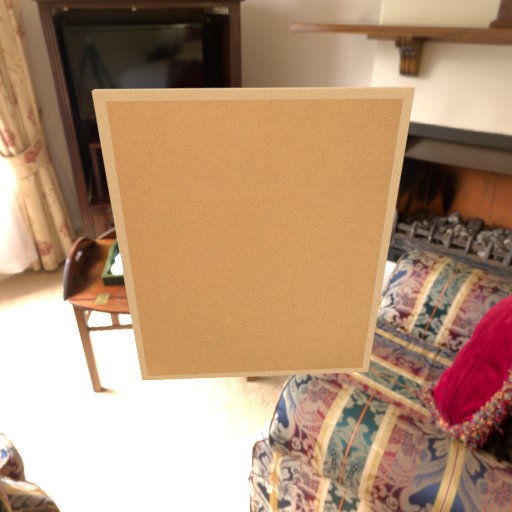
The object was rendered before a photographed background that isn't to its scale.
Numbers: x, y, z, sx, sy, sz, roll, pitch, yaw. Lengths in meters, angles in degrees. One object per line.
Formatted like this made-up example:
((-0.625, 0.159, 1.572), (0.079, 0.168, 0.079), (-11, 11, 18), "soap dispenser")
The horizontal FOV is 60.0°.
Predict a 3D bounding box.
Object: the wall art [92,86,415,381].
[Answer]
((0.000, 0.000, 0.639), (0.382, 0.456, 0.013), (-2, 29, -3), "wall art")
